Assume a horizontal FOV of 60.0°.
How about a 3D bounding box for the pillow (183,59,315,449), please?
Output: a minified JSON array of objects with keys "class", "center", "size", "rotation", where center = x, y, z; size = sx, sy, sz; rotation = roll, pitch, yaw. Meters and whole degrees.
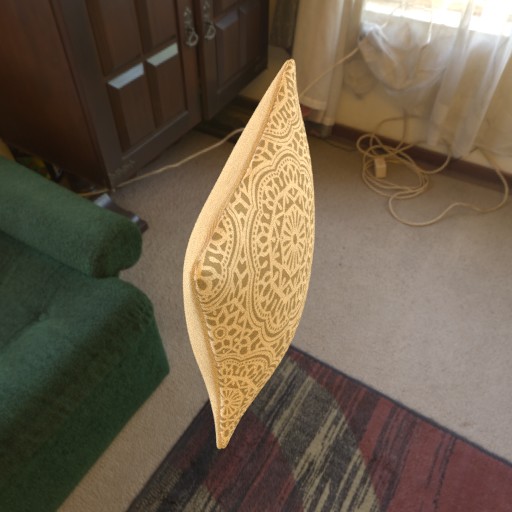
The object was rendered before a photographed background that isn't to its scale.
[{"class":"pillow","center":[0.000,0.000,0.663],"size":[0.167,0.421,0.438],"rotation":[10,48,9]}]
